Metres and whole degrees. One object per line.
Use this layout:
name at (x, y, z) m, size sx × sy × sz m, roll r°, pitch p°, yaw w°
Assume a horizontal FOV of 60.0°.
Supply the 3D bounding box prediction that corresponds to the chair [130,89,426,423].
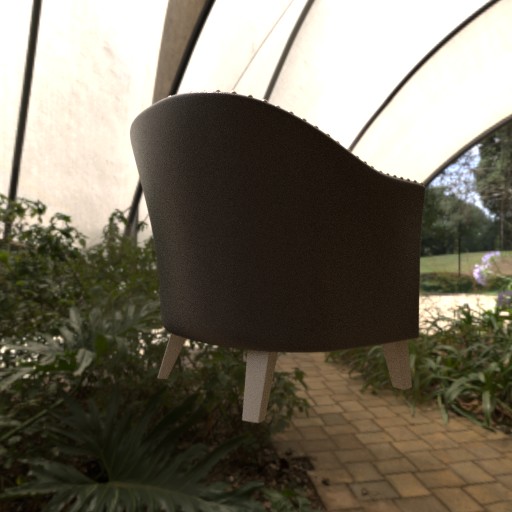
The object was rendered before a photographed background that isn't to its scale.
chair at (0.000, 0.000, 1.427) m, size 0.748 × 0.823 × 0.794 m, roll 0°, pitch 0°, yaw -38°
